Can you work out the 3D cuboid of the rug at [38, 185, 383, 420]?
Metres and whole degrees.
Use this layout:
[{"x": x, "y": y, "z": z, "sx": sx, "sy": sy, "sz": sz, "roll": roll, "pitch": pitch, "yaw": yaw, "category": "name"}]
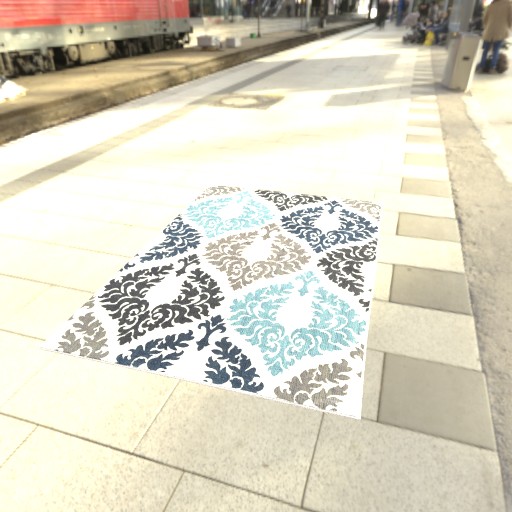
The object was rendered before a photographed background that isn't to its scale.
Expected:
[{"x": 0.000, "y": 0.000, "z": 2.875, "sx": 1.514, "sy": 0.014, "sz": 2.275, "roll": 8, "pitch": 31, "yaw": 14, "category": "rug"}]
